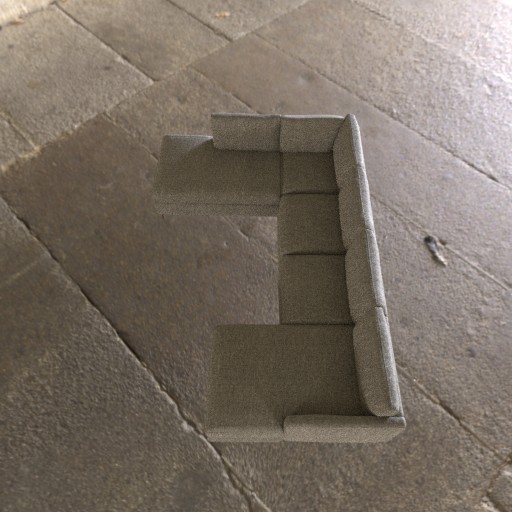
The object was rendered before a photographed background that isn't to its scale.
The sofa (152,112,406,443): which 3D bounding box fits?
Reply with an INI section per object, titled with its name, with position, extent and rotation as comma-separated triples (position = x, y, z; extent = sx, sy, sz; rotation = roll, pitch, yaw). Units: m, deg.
[sofa]
position = 0.000, 0.000, 3.557
extent = 1.879, 0.756, 2.737
rotation = 1, 58, 1
